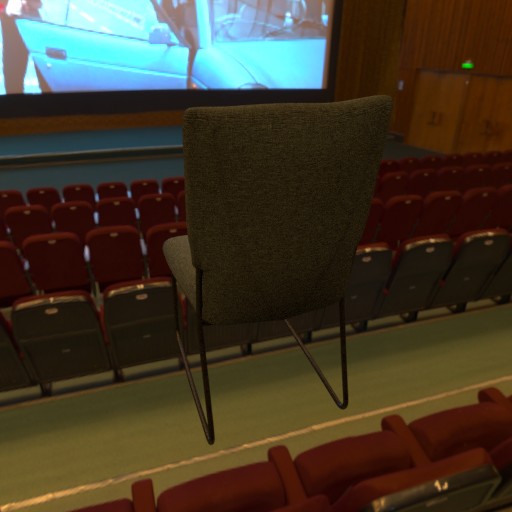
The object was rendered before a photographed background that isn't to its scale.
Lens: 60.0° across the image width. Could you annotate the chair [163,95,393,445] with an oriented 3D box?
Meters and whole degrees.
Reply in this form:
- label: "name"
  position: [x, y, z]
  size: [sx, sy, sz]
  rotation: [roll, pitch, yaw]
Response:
- label: "chair"
  position: [0.000, 0.000, 1.287]
  size: [0.480, 0.931, 0.635]
  rotation: [-9, 28, -16]
